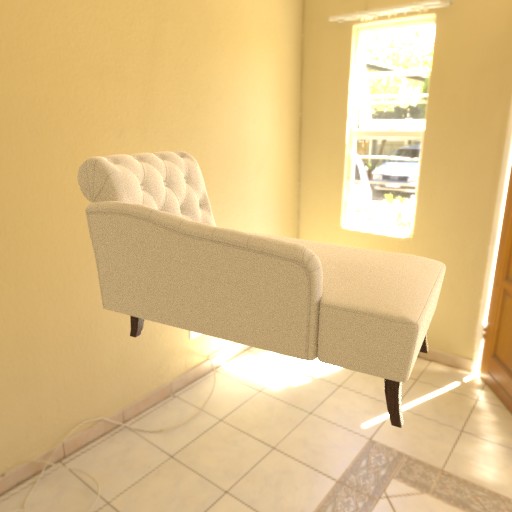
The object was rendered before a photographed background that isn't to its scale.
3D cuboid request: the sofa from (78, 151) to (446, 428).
[{"bbox_3d":[0.000,0.000,1.802,1.379,0.787,0.675,8,18,27],"label":"sofa"}]
